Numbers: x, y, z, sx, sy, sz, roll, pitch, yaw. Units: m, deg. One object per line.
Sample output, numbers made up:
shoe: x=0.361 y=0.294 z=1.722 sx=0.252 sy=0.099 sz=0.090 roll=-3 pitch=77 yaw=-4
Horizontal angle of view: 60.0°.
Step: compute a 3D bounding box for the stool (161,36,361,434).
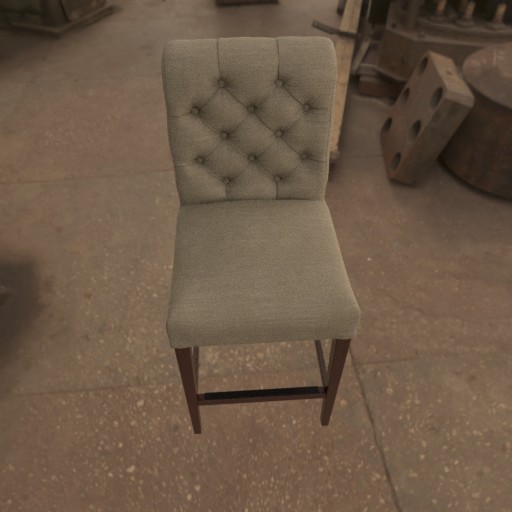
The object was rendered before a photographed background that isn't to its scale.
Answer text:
stool: x=0.000 y=0.000 z=1.371 sx=0.486 sy=1.084 sz=0.660 roll=-3 pitch=45 yaw=-3
